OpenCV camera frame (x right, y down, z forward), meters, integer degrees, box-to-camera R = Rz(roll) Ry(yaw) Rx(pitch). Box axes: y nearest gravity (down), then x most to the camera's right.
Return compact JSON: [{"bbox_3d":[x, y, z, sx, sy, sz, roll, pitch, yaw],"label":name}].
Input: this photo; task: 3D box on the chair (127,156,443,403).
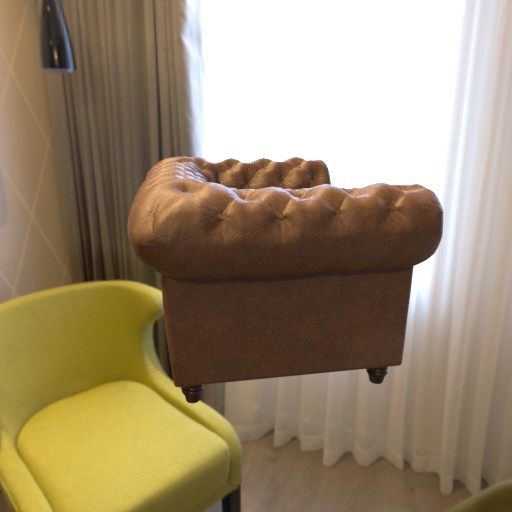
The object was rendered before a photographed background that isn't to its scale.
[{"bbox_3d":[0.000,0.000,1.913,0.954,0.784,1.298,-3,17,-10],"label":"chair"}]
